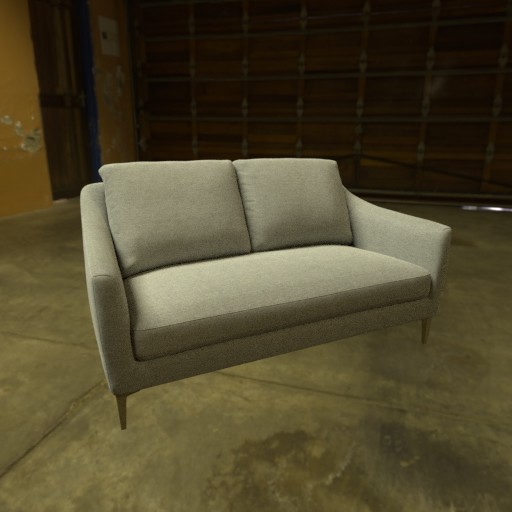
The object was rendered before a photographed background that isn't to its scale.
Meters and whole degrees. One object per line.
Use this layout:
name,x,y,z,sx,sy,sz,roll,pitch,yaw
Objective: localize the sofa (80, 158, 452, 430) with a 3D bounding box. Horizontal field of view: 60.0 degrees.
sofa,0.000,0.000,2.173,1.619,0.904,0.960,-8,18,-25
